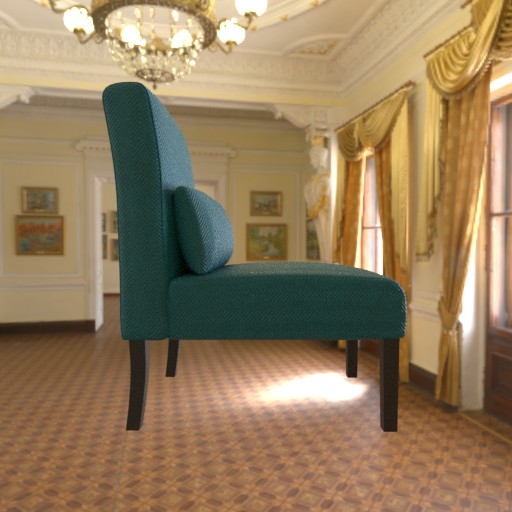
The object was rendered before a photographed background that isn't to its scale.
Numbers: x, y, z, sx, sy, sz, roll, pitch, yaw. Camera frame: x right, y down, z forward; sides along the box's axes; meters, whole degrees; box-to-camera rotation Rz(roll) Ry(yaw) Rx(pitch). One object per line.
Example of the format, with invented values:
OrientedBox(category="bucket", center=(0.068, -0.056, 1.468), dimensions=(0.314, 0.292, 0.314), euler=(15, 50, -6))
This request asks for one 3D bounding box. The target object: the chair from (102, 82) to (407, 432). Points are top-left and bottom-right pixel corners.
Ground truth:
OrientedBox(category="chair", center=(0.000, 0.000, 1.438), dimensions=(0.808, 0.927, 0.579), euler=(0, 1, 1))
